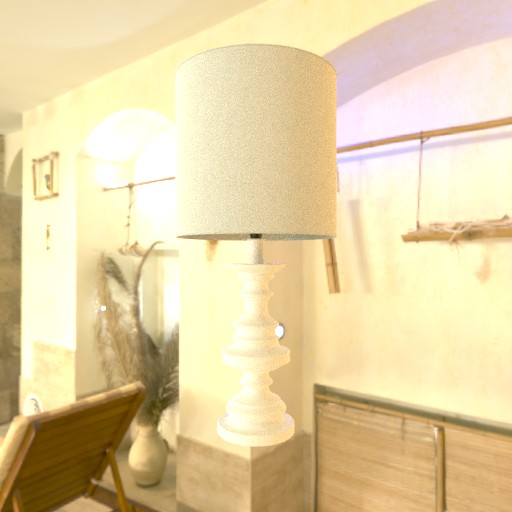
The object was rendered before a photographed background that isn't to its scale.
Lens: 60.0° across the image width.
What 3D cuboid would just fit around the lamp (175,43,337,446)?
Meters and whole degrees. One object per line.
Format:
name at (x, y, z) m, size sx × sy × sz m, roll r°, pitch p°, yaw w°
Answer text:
lamp at (0.000, 0.000, 0.579) m, size 0.208 × 0.455 × 0.208 m, roll 0°, pitch 0°, yaw 37°
